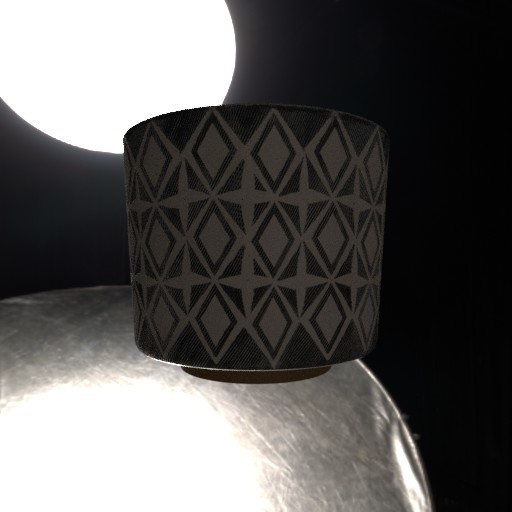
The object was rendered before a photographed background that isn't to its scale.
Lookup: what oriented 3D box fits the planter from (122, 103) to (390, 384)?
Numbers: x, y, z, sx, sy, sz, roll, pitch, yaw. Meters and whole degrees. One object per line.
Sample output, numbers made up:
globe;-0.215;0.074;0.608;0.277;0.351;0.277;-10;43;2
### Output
planter;0.000;0.000;0.450;0.260;0.220;0.260;0;-1;0
